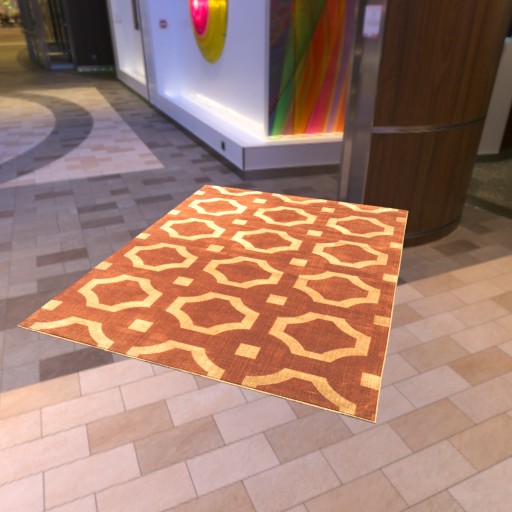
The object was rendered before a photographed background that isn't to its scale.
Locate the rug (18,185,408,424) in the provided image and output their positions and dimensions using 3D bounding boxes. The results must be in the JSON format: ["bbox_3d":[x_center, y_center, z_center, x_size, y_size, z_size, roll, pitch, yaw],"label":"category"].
[{"bbox_3d":[0.000,0.000,3.992,2.466,0.021,3.049,10,30,17],"label":"rug"}]
